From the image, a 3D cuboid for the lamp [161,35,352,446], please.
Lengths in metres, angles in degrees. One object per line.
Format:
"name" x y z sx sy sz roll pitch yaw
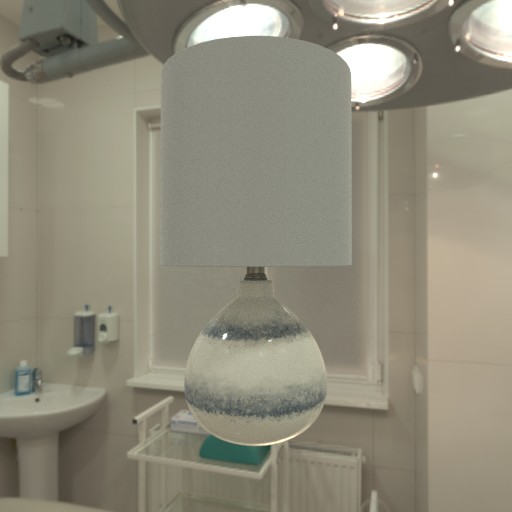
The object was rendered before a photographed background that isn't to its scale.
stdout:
"lamp" 0.000 0.000 0.514 0.216 0.404 0.216 0 0 17
